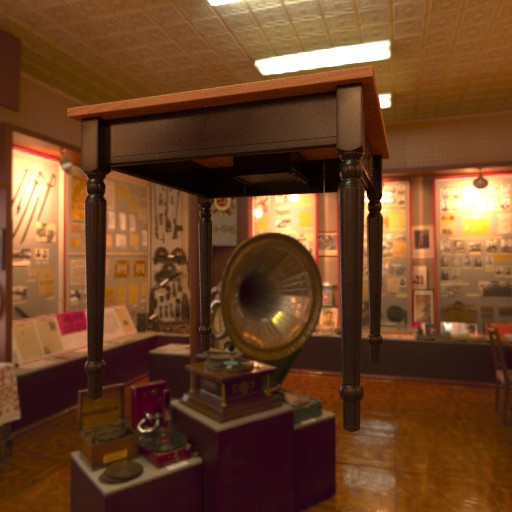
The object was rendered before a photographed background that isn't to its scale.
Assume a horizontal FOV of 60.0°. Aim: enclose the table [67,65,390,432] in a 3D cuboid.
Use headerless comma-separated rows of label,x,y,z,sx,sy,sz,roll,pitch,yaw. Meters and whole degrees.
table,0.000,0.000,1.341,0.747,0.738,0.747,0,-1,19
